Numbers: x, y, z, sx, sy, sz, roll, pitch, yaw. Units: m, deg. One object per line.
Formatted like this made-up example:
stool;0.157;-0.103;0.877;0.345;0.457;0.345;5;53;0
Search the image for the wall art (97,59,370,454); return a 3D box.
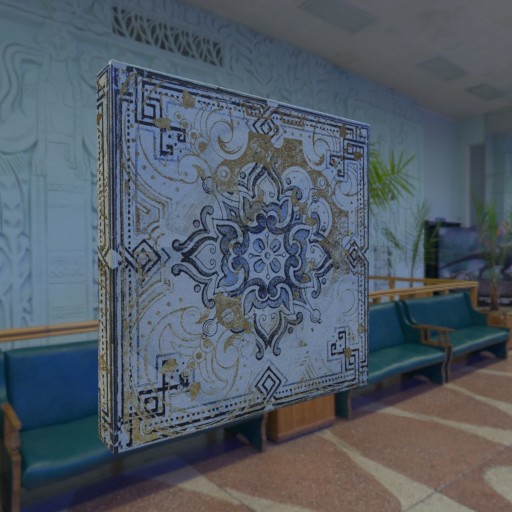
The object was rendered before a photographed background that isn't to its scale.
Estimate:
wall art;0.000;0.000;0.446;0.302;0.306;0.038;-1;1;-36
